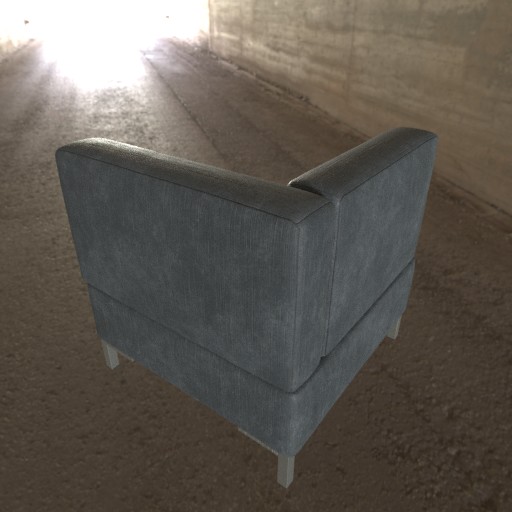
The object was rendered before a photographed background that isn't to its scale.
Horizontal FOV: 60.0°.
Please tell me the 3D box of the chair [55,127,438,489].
[{"bbox_3d":[0.000,0.000,1.191,0.680,0.660,0.680,21,36,31],"label":"chair"}]
